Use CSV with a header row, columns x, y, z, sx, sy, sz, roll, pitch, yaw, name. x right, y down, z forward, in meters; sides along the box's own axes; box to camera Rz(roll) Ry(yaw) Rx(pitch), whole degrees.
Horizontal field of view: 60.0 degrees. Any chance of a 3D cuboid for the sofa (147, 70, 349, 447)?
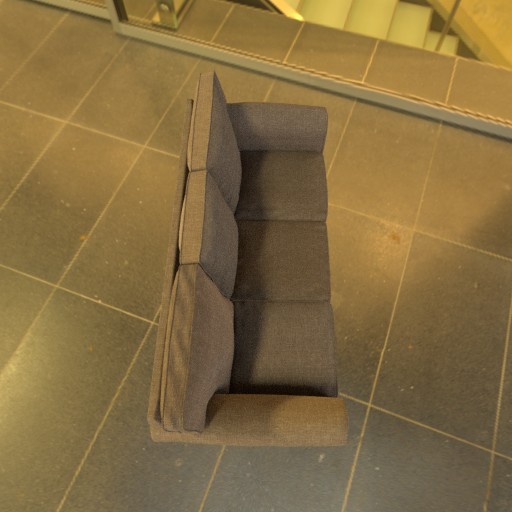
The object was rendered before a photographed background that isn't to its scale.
x,y,z,sx,sy,sz,roll,pitch,yaw,name
0.000,0.000,2.614,0.916,0.961,2.084,1,63,1,sofa
